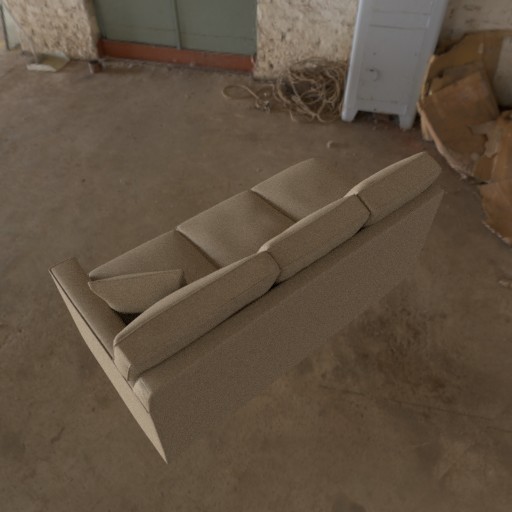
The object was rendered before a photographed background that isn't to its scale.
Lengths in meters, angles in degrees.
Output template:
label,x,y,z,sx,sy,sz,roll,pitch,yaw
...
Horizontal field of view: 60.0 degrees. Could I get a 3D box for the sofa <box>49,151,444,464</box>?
label,x,y,z,sx,sy,sz,roll,pitch,yaw
sofa,0.000,0.000,2.549,1.963,0.946,1.034,-31,54,-26
